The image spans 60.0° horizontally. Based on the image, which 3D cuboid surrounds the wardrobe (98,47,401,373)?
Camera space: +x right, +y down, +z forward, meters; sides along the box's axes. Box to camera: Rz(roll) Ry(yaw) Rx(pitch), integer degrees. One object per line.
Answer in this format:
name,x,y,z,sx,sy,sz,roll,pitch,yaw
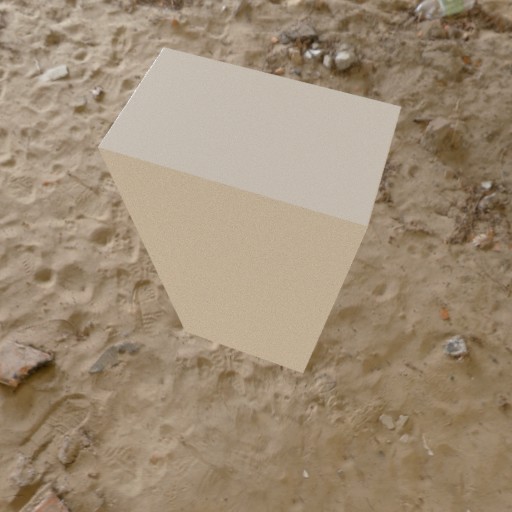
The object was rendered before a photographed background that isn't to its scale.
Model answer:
wardrobe,0.000,0.000,2.024,0.760,1.700,0.470,18,65,9
